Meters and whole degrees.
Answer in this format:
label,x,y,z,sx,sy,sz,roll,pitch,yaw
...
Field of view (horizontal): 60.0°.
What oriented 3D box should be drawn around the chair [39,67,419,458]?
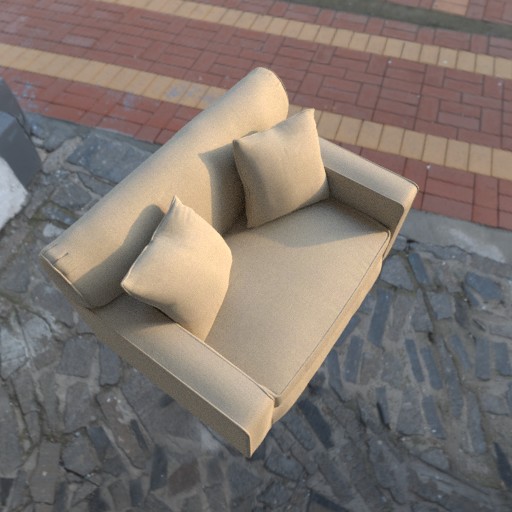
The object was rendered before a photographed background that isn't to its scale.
label,x,y,z,sx,sy,sz,roll,pitch,yaw
chair,0.000,0.000,2.076,1.000,0.948,1.383,31,63,18
